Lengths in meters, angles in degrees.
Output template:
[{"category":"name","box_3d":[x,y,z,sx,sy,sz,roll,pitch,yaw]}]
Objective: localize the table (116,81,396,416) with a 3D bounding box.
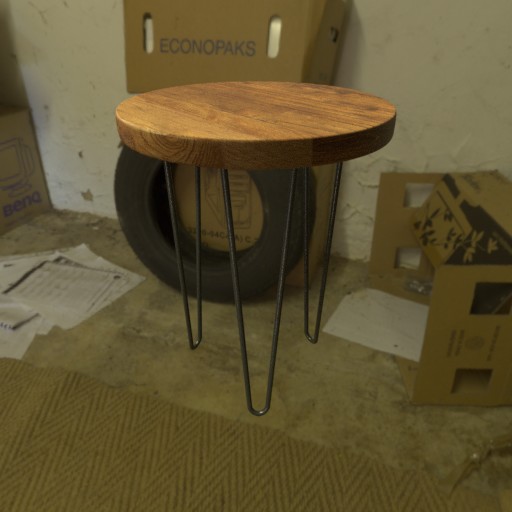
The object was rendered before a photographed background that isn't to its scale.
[{"category":"table","box_3d":[0.000,0.000,0.781,0.400,0.520,0.400,0,30,0]}]
